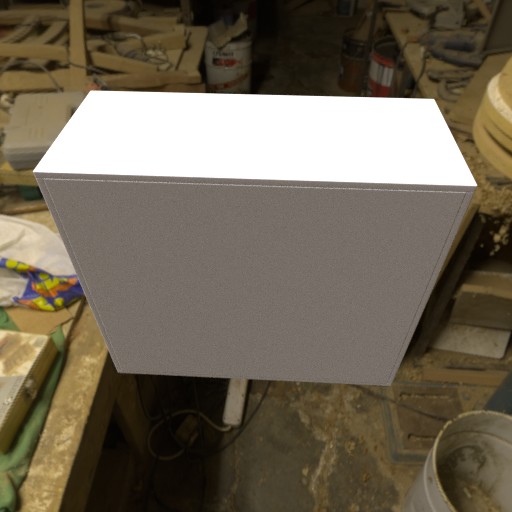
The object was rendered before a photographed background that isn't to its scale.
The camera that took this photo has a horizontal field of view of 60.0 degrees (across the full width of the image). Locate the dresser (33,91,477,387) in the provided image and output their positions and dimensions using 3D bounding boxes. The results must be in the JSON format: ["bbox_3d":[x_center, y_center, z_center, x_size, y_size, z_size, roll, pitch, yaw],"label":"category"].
[{"bbox_3d":[0.000,0.000,1.609,1.100,1.000,0.460,2,45,2],"label":"dresser"}]
